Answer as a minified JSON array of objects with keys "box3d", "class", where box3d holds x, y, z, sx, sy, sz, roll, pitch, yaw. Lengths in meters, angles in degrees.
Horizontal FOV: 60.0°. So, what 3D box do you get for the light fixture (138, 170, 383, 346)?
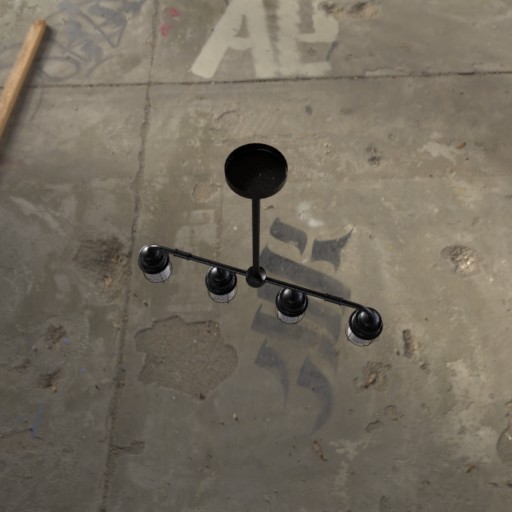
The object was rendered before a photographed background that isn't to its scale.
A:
[{"box3d":[0.000,0.000,1.258,0.852,0.785,0.131,16,64,8],"class":"light fixture"}]
